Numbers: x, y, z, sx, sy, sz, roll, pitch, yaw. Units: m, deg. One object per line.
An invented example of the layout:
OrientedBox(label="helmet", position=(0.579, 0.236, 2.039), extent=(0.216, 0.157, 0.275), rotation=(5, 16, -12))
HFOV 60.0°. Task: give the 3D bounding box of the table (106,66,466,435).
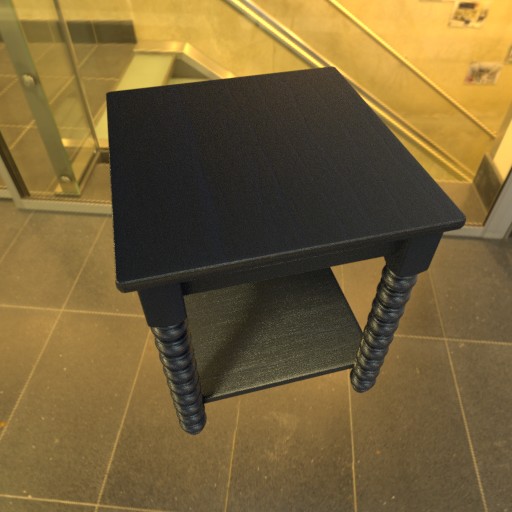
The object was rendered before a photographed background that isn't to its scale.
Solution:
OrientedBox(label="table", position=(0.000, 0.000, 0.978), extent=(0.500, 0.567, 0.533), rotation=(-11, 47, -10))
